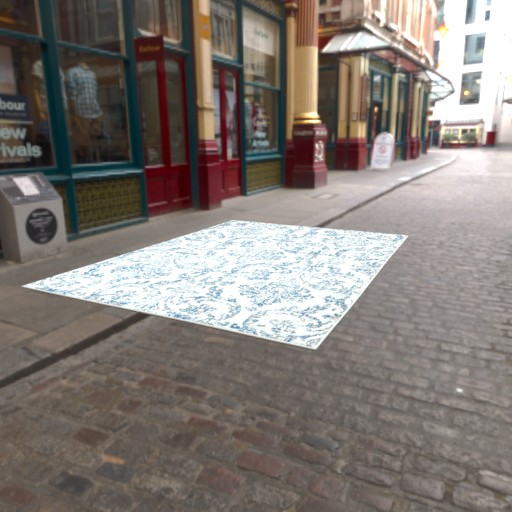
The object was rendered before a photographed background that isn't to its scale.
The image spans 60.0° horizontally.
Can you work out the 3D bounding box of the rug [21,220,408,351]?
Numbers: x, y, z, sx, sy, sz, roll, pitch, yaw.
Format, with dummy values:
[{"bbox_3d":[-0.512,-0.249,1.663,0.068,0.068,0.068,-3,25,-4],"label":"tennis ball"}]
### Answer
[{"bbox_3d":[0.000,0.000,2.873,1.586,0.014,2.197,7,16,26],"label":"rug"}]
